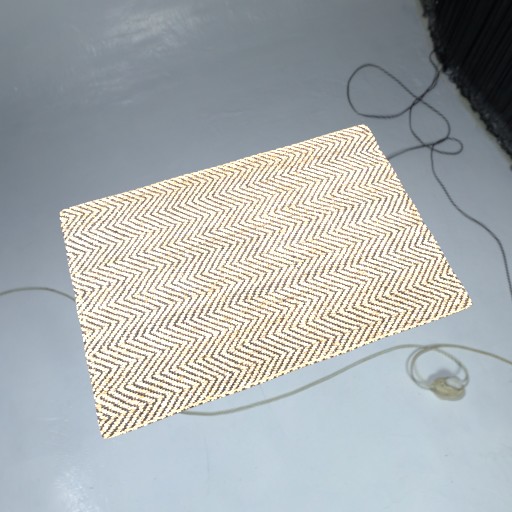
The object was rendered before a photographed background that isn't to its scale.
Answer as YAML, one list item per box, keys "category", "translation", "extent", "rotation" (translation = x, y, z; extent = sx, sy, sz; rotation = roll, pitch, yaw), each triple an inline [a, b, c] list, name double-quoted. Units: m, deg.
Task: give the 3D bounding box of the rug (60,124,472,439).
- category: "rug"
  translation: [0.000, 0.000, 2.275]
  extent: [1.828, 0.008, 1.219]
  rotation: [-18, 66, -8]
